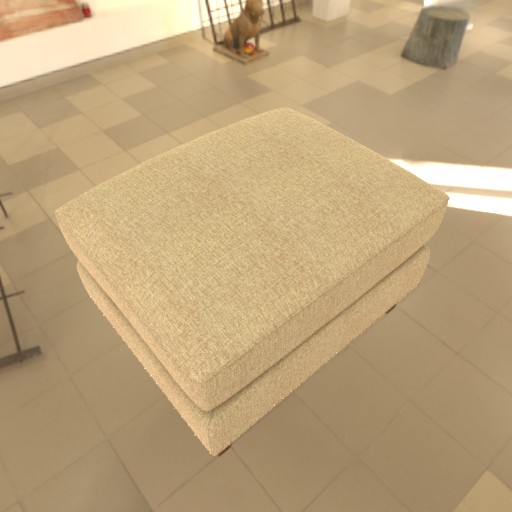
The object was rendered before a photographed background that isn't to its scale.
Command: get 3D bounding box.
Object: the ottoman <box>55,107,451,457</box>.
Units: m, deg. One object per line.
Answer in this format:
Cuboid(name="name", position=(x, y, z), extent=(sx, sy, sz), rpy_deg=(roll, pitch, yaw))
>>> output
Cuboid(name="ottoman", position=(0.000, 0.000, 1.145), extent=(0.741, 0.513, 0.584), rpy_deg=(-32, 54, -27))
